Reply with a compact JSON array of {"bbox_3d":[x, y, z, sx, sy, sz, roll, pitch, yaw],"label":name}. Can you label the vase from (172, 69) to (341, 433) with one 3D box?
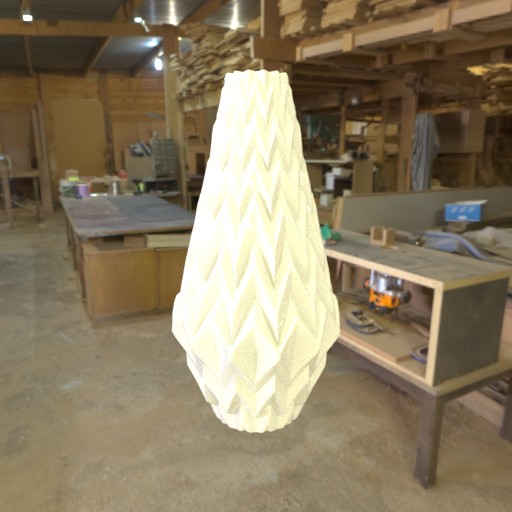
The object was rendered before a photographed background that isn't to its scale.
[{"bbox_3d":[0.000,0.000,0.429,0.167,0.328,0.167,0,14,0],"label":"vase"}]
